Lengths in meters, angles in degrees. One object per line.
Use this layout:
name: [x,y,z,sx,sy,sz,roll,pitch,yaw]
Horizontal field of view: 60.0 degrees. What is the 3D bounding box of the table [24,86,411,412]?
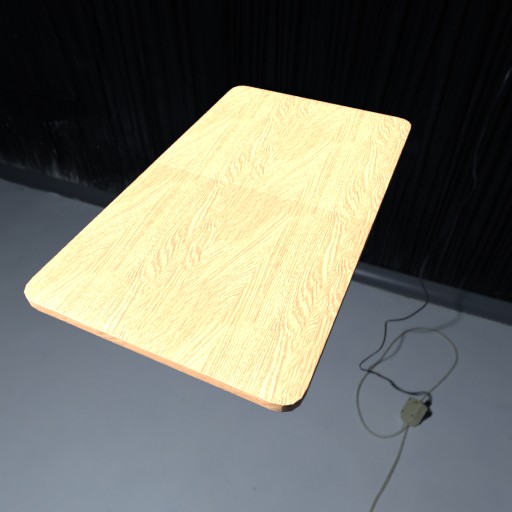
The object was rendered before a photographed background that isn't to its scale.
table: [0.000,0.000,2.048,0.950,0.770,1.600,18,49,16]
